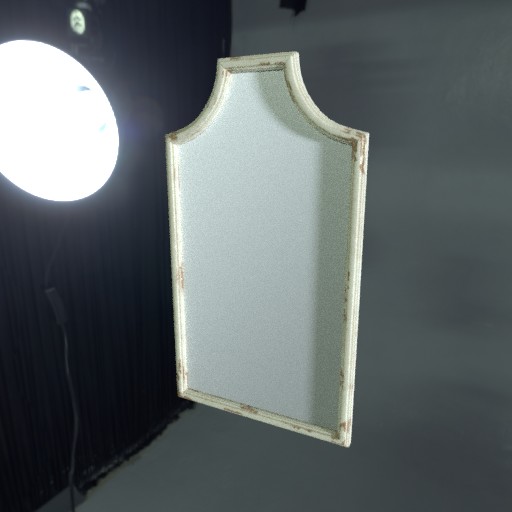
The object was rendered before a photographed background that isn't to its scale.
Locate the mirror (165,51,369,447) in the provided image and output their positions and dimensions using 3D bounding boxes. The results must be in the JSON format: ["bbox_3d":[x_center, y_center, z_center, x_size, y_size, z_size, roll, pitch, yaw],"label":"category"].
[{"bbox_3d":[0.000,0.000,0.857,0.403,0.717,0.022,7,16,26],"label":"mirror"}]
